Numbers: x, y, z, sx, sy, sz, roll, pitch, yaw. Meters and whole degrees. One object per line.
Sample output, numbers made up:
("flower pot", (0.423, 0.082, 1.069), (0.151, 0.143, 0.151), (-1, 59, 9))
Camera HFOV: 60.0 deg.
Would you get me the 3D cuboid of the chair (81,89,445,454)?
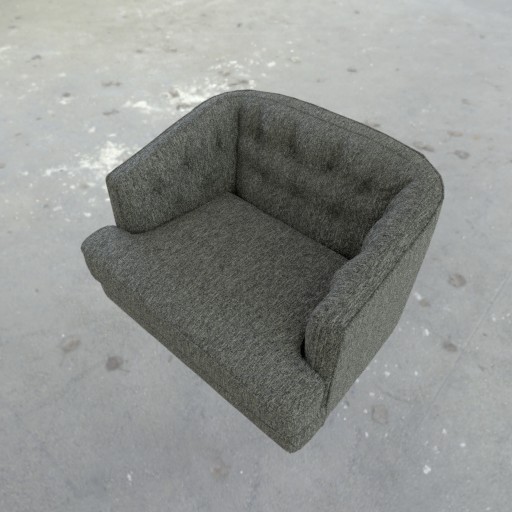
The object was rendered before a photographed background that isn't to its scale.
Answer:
("chair", (0.000, 0.000, 1.745), (1.104, 0.852, 0.941), (32, 54, 27))
